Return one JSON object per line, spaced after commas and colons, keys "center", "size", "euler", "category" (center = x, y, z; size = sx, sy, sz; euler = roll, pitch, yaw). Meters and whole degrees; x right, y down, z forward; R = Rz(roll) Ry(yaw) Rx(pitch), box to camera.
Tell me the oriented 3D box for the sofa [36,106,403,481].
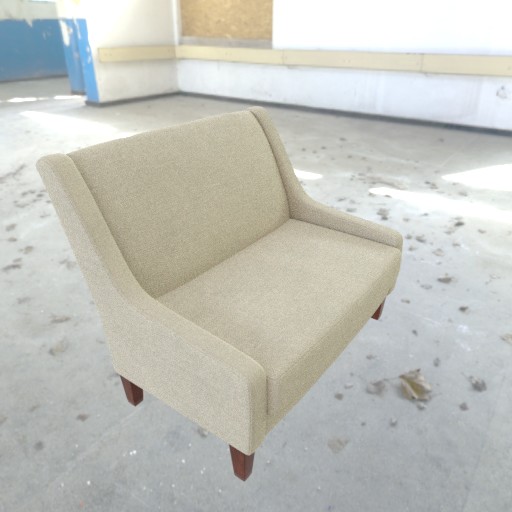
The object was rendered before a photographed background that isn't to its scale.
{"center": [0.000, 0.000, 1.858], "size": [0.946, 0.976, 1.212], "euler": [19, 34, 32], "category": "sofa"}
